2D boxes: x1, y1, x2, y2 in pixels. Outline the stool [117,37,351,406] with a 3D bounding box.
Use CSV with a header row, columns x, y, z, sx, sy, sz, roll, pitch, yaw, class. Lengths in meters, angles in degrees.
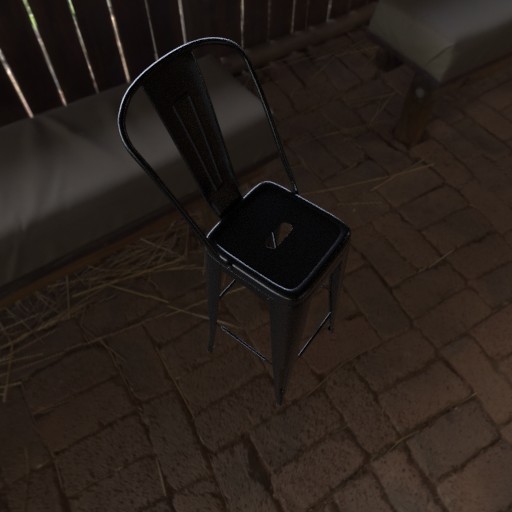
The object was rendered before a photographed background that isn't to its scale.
x,y,z,sx,sy,sz,roll,pitch,yaw,class
0.000,0.000,1.325,0.513,1.096,0.399,33,63,19,stool
